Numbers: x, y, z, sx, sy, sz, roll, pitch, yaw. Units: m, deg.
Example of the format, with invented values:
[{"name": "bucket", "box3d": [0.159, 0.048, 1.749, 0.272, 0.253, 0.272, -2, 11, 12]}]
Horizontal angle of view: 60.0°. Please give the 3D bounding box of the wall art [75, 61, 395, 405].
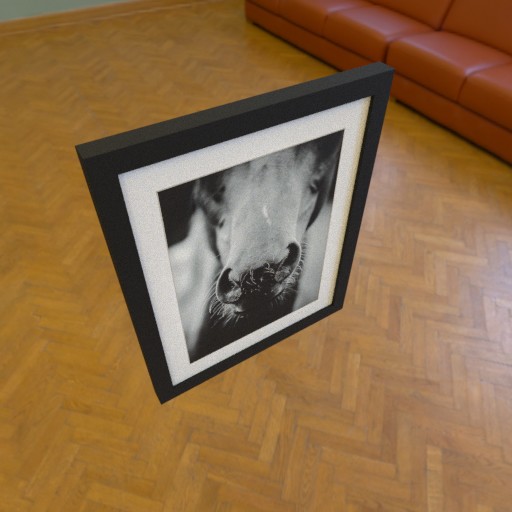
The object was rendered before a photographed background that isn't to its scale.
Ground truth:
[{"name": "wall art", "box3d": [0.000, 0.000, 0.768, 0.457, 0.559, 0.033, -23, 49, -22]}]
